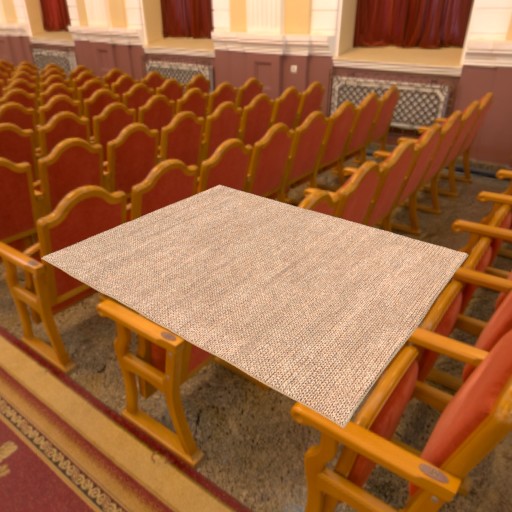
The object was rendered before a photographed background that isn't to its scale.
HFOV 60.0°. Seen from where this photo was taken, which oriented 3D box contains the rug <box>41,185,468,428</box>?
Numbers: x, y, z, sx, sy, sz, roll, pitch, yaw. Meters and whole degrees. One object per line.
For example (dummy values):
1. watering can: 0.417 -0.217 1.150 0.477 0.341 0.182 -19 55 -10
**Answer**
1. rug: 0.000 0.000 4.026 3.052 0.030 2.429 20 35 32
